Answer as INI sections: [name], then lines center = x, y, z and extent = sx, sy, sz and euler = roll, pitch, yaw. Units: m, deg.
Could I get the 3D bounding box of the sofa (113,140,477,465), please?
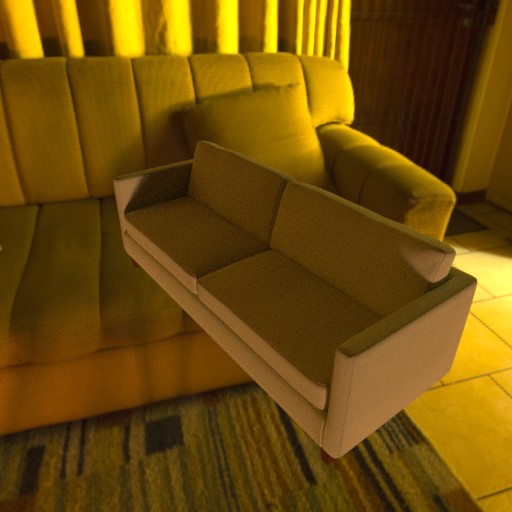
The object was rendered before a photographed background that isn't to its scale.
[sofa]
center = 0.000, 0.000, 2.892
extent = 0.948, 0.965, 2.434
euler = -21, 37, -31
